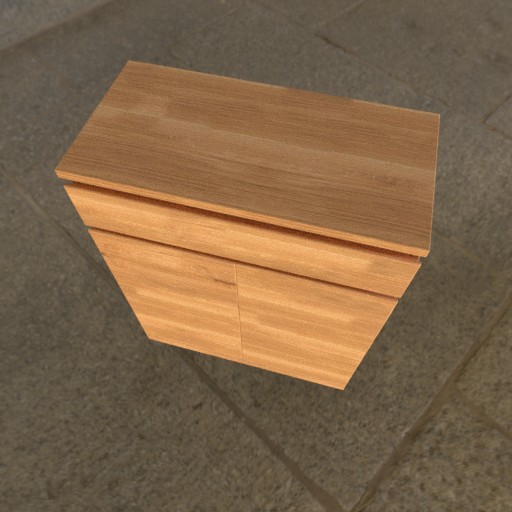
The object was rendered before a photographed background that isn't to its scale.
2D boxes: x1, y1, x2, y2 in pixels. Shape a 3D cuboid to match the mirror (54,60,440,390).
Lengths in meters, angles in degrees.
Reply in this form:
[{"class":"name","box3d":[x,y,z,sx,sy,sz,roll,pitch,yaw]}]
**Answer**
[{"class":"mirror","box3d":[0.000,0.000,1.432,0.800,1.000,0.400,13,59,8]}]
